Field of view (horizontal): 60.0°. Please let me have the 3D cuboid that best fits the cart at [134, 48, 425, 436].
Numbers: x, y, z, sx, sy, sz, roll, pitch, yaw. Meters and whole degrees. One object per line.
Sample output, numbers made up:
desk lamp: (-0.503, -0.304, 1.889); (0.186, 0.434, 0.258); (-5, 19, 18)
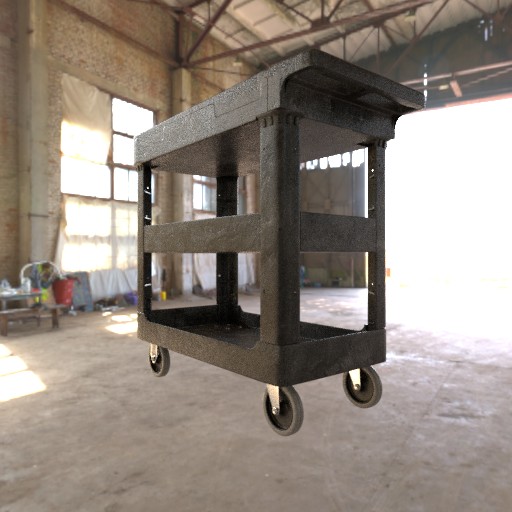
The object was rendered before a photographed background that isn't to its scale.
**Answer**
cart: (0.000, 0.000, 1.336); (0.420, 0.824, 0.877); (0, 0, -39)
